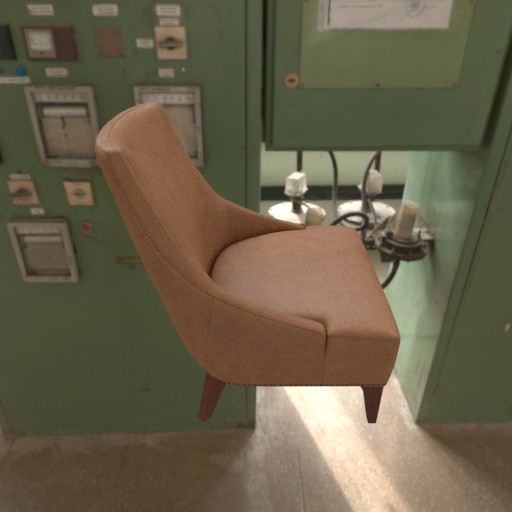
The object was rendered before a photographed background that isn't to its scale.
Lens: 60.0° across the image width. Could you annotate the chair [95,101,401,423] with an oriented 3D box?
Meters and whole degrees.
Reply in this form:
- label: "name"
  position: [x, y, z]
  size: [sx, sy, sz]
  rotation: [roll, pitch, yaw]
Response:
- label: "chair"
  position: [0.000, 0.000, 1.499]
  size: [0.861, 0.909, 0.701]
  rotation: [0, 31, 0]
